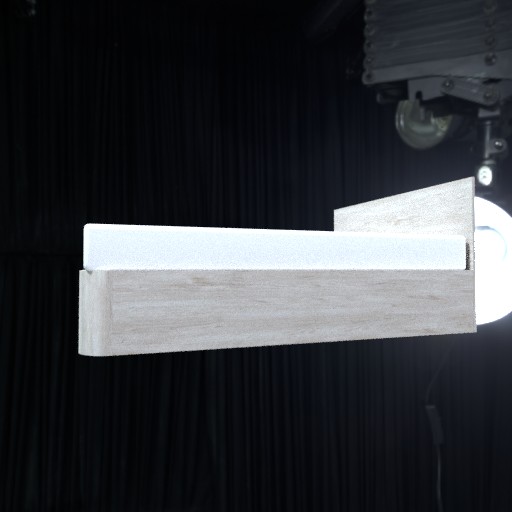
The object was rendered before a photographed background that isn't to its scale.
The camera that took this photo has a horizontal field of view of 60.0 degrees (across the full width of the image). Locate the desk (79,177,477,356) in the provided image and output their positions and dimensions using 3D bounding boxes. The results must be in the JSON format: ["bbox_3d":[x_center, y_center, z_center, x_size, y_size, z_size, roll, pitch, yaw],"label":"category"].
[{"bbox_3d":[0.000,0.000,2.616,1.900,0.800,1.400,1,-2,-20],"label":"desk"}]
